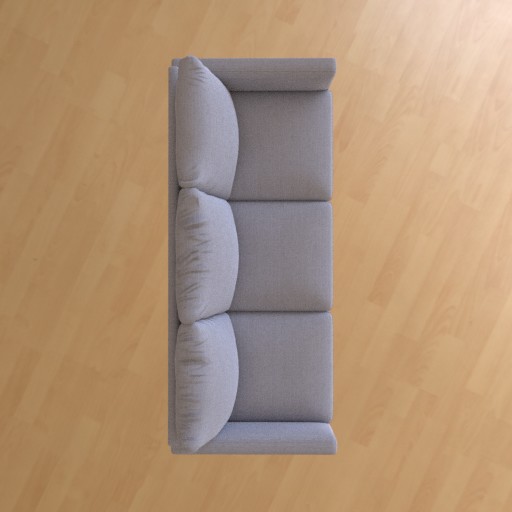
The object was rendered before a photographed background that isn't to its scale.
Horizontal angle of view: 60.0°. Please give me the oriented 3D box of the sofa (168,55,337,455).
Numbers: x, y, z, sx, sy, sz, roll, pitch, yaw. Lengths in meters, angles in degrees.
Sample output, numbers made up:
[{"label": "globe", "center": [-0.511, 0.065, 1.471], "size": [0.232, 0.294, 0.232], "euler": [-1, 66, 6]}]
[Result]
[{"label": "sofa", "center": [0.000, 0.000, 2.374], "size": [0.850, 0.830, 2.000], "euler": [0, 90, 0]}]
